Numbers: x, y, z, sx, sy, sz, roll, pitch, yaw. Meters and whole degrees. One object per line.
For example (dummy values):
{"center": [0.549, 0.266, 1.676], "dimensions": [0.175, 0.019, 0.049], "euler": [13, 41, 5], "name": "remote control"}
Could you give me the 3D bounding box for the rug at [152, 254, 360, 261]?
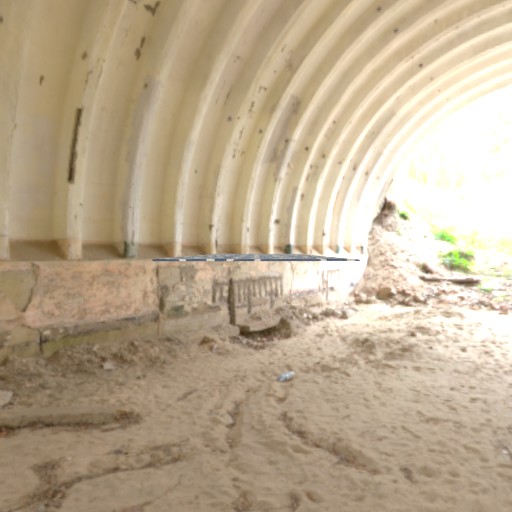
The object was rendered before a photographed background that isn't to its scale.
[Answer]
{"center": [0.000, 0.000, 2.608], "dimensions": [0.685, 0.006, 2.296], "euler": [0, 1, 0], "name": "rug"}
